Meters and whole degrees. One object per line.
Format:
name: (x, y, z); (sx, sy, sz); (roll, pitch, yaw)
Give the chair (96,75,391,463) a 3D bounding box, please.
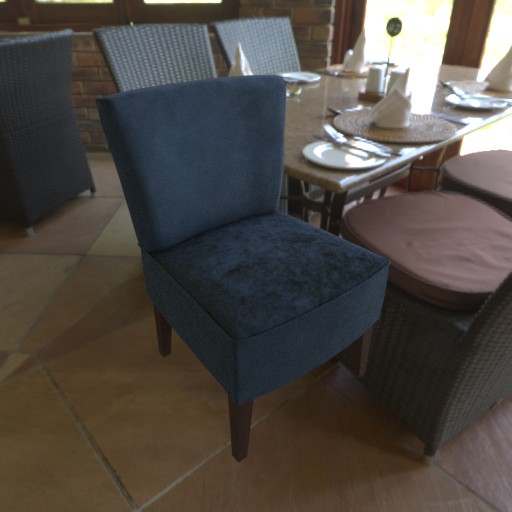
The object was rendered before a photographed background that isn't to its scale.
chair: (0.000, 0.000, 1.164); (0.521, 0.806, 0.551); (-22, 37, -32)
